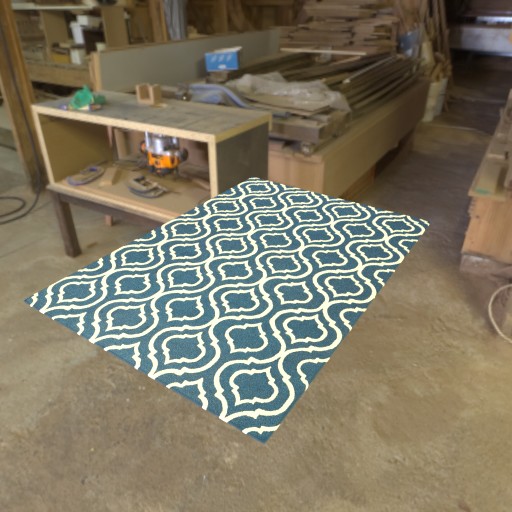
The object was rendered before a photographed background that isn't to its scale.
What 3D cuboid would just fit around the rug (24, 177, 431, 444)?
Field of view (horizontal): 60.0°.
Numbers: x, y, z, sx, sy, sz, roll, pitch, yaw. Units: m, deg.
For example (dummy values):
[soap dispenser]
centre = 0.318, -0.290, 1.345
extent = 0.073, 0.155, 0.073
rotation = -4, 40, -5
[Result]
[rug]
centre = 0.000, 0.000, 2.725
extent = 1.524, 0.010, 2.134
rotation = 19, 36, 29
